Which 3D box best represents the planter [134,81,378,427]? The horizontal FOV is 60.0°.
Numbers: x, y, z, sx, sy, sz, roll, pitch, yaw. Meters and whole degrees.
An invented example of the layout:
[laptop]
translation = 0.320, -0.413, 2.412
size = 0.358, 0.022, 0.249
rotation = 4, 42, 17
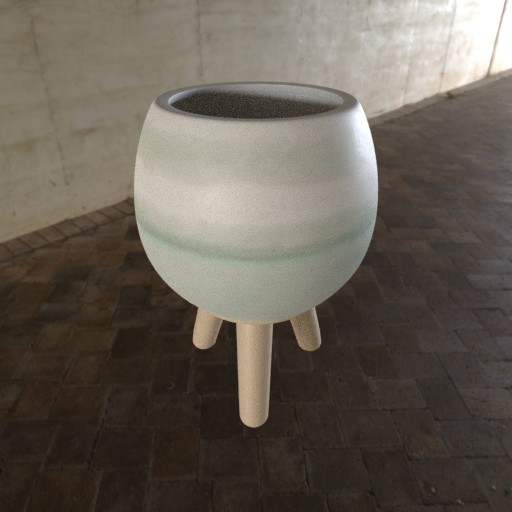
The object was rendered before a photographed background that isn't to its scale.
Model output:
[planter]
translation = 0.000, 0.000, 0.326
size = 0.161, 0.224, 0.161
rotation = 0, 30, 0
